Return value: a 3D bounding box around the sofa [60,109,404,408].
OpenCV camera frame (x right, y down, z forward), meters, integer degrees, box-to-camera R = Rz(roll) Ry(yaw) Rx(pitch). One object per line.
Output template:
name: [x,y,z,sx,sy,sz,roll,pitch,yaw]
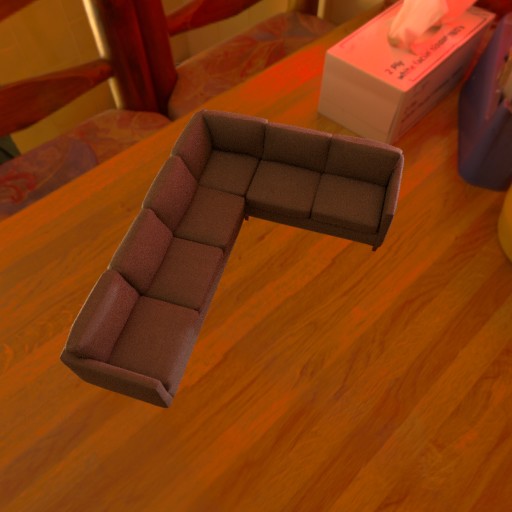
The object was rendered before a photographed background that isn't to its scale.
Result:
sofa: [0.000,0.000,4.590,2.593,0.947,3.302,14,59,9]
